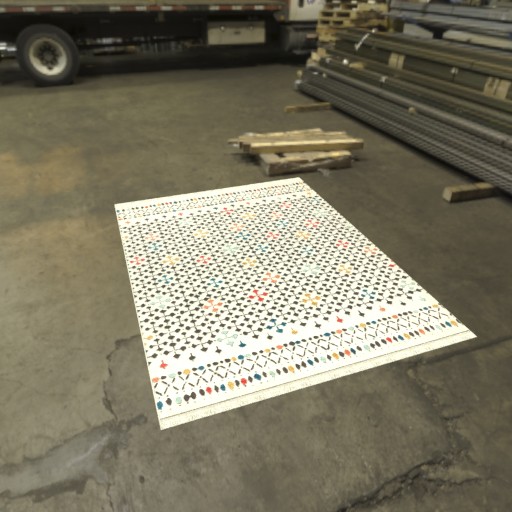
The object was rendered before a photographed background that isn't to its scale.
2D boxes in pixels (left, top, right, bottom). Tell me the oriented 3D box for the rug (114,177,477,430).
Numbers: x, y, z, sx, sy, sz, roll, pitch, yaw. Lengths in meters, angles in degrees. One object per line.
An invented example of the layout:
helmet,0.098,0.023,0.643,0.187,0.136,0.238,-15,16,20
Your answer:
rug,0.000,0.000,2.061,1.146,0.006,1.556,-11,35,-17
